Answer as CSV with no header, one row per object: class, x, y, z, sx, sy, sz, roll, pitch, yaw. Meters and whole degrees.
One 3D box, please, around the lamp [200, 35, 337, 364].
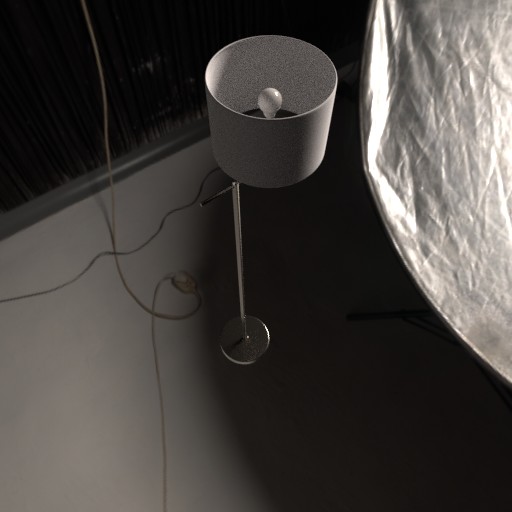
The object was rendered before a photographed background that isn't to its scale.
lamp,0.000,0.000,1.748,0.416,1.600,0.324,-33,64,-19
